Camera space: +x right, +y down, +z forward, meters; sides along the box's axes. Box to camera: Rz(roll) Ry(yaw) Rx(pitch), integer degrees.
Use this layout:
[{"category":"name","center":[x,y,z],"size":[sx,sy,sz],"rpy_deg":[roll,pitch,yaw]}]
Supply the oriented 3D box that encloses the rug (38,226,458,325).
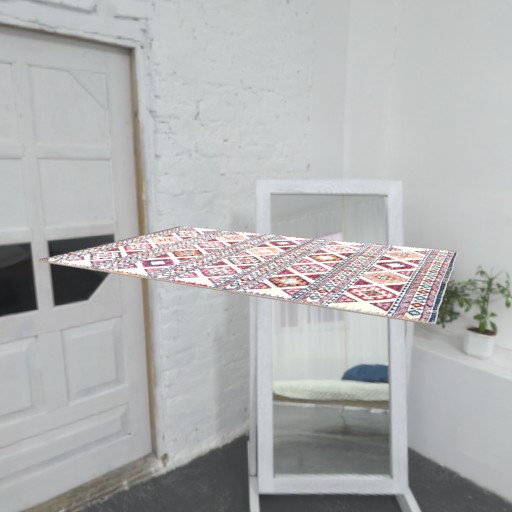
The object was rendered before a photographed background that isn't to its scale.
[{"category":"rug","center":[0.000,0.000,3.021],"size":[2.440,0.010,1.545],"rpy_deg":[7,15,26]}]
